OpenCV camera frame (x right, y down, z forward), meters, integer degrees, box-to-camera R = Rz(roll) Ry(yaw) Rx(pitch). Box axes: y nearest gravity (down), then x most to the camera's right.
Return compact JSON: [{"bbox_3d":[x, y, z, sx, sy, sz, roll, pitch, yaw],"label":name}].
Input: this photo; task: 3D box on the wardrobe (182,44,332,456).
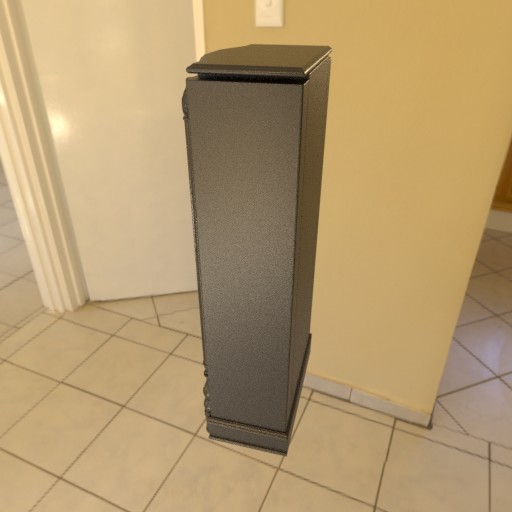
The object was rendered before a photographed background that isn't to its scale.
[{"bbox_3d":[0.000,0.000,1.208,0.295,1.011,0.444,8,31,13],"label":"wardrobe"}]
